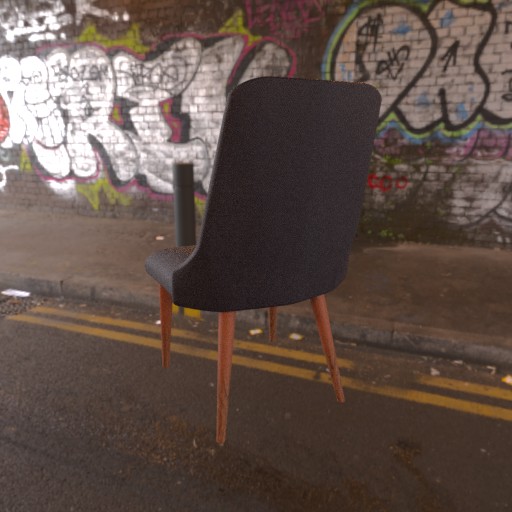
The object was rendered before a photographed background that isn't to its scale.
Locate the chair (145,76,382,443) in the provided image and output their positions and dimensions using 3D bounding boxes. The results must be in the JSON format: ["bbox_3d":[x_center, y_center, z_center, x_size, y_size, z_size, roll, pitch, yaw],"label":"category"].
[{"bbox_3d":[0.000,0.000,1.173,0.504,0.820,0.567,-8,17,-27],"label":"chair"}]
